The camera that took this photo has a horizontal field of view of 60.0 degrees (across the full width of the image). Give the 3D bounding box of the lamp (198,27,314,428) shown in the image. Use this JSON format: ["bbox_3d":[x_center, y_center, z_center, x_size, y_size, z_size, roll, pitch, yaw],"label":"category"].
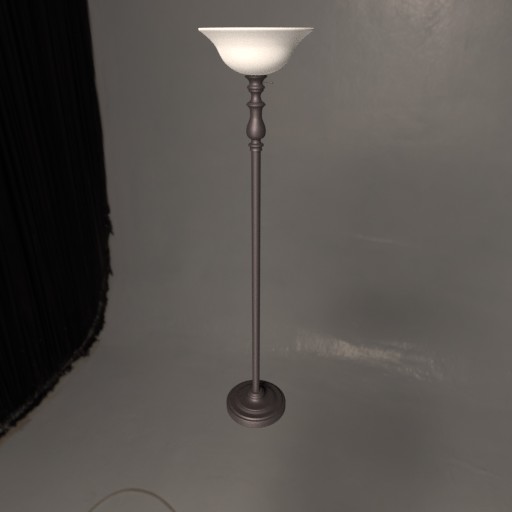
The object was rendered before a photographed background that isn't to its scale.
[{"bbox_3d":[0.000,0.000,1.967,0.405,1.797,0.405,8,28,15],"label":"lamp"}]
